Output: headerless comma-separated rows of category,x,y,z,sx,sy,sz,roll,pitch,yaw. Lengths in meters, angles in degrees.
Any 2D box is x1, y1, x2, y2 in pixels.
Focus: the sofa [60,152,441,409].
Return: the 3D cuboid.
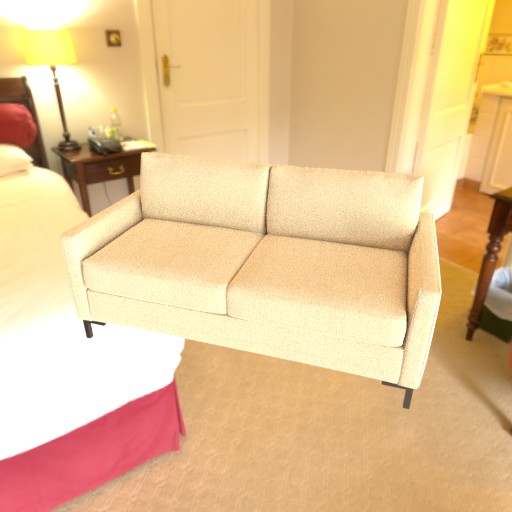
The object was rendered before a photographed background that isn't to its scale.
sofa,0.000,0.000,2.183,1.651,0.812,0.839,8,28,16
